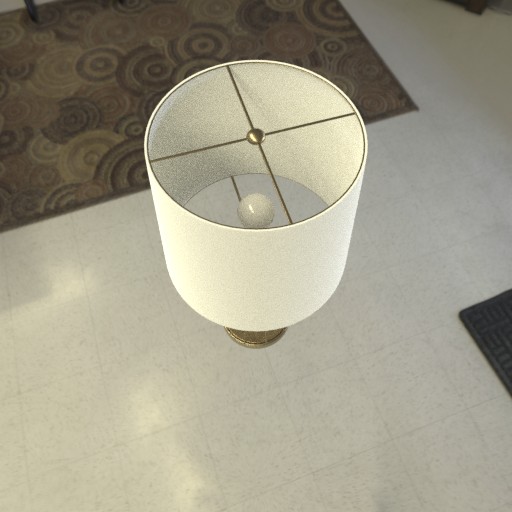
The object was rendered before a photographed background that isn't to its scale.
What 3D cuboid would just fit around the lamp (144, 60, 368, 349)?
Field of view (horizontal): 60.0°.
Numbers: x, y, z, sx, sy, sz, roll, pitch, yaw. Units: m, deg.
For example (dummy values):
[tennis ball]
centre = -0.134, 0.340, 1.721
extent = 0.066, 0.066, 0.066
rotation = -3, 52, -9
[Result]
[lamp]
centre = 0.000, 0.000, 0.784
extent = 0.303, 0.618, 0.303
rotation = 0, 63, 0
